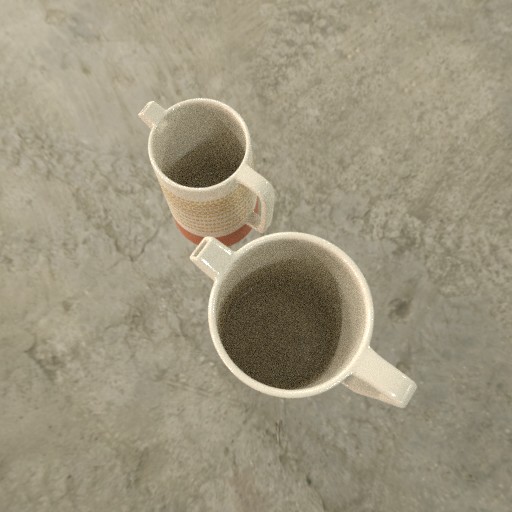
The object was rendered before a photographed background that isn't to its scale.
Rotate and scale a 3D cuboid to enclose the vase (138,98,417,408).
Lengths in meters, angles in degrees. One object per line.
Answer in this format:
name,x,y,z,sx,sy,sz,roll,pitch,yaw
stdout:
vase,0.000,0.000,0.456,0.168,0.247,0.326,-14,77,-3
